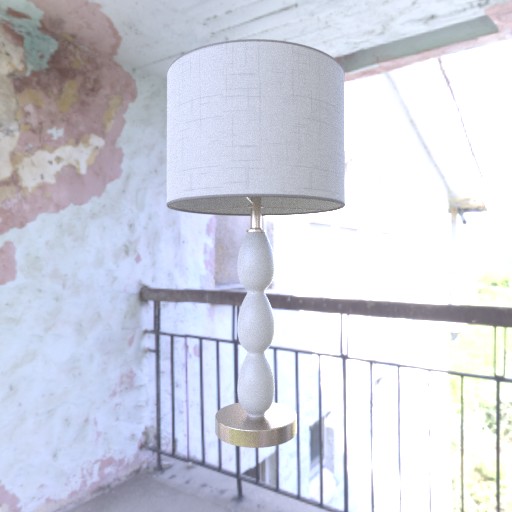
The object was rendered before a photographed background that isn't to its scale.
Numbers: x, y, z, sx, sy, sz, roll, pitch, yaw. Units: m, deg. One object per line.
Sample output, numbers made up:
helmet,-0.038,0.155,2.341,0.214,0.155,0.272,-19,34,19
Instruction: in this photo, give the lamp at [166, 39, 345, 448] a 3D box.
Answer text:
lamp,0.000,0.000,0.710,0.280,0.559,0.282,0,0,36
